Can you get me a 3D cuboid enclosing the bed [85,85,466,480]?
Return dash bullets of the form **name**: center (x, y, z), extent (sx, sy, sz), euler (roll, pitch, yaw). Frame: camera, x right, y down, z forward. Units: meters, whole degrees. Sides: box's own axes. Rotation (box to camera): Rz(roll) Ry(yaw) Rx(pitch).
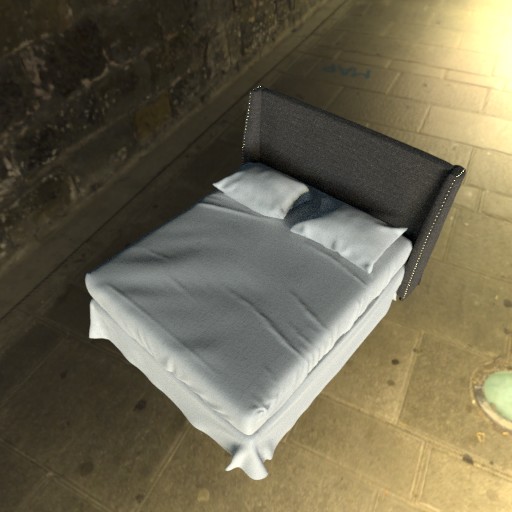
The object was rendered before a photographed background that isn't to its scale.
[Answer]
- **bed**: center (0.000, 0.000, 3.372), extent (1.925, 1.332, 2.276), euler (33, 55, 27)
